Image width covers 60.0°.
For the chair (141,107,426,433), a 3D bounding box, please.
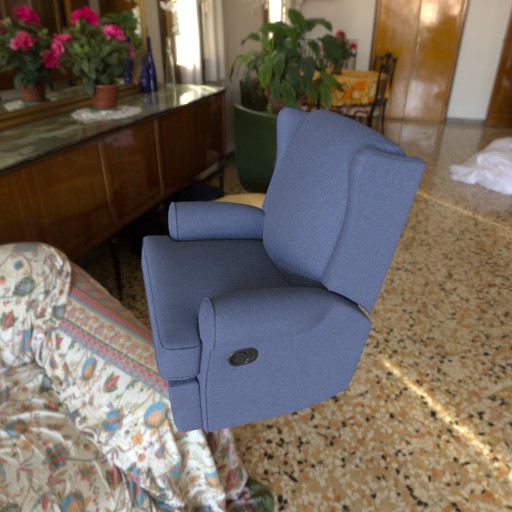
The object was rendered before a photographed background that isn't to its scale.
[{"bbox_3d":[0.000,0.000,1.759,0.877,1.020,0.971,-8,30,-15],"label":"chair"}]
